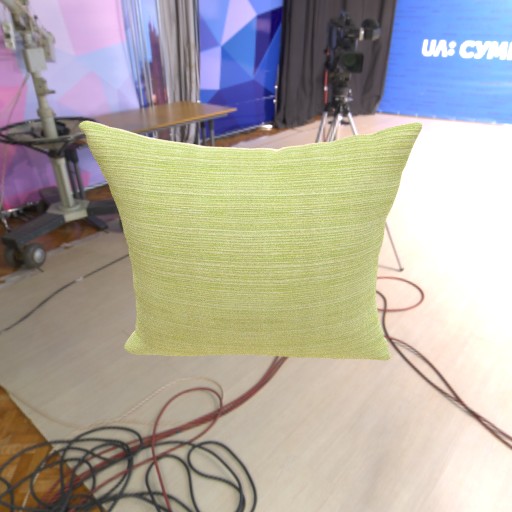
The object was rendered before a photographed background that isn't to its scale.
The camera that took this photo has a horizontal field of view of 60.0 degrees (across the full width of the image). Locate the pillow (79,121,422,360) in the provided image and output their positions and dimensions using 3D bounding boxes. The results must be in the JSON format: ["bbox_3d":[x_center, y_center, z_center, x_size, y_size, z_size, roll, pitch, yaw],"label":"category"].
[{"bbox_3d":[0.000,0.000,0.810,0.560,0.487,0.229,1,31,2],"label":"pillow"}]
